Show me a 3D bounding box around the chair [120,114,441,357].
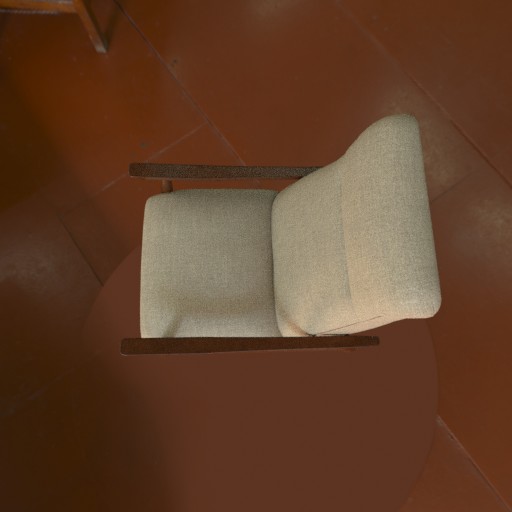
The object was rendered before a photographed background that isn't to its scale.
[{"bbox_3d":[0.000,0.000,1.786,1.014,1.082,0.762,-1,75,0],"label":"chair"}]
